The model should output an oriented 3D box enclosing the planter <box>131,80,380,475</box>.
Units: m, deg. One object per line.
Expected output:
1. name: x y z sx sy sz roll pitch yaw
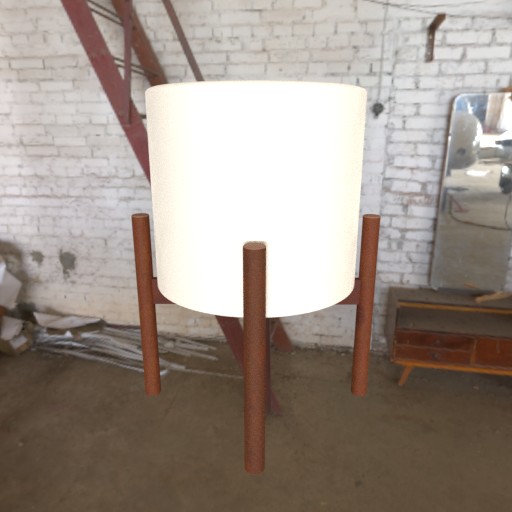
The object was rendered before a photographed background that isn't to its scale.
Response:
1. planter: 0.000 0.000 0.509 0.224 0.358 0.224 -16 23 -42
